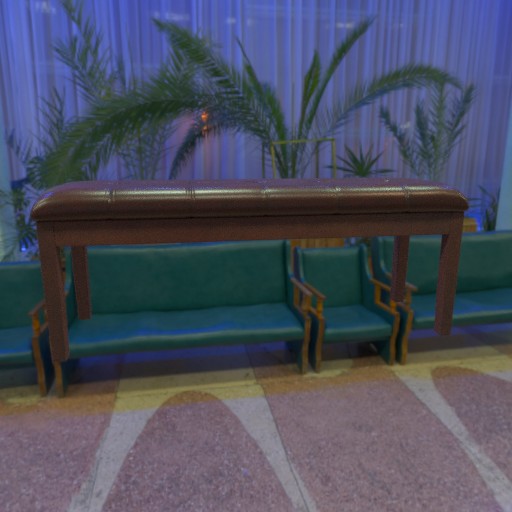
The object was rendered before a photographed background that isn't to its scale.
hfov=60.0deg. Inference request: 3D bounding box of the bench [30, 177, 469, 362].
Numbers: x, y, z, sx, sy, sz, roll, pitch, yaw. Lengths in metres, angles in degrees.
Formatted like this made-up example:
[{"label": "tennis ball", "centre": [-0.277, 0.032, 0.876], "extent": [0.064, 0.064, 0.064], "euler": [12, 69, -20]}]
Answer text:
[{"label": "bench", "centre": [0.000, 0.000, 1.470], "extent": [1.259, 0.491, 0.401], "euler": [-2, 14, -9]}]
